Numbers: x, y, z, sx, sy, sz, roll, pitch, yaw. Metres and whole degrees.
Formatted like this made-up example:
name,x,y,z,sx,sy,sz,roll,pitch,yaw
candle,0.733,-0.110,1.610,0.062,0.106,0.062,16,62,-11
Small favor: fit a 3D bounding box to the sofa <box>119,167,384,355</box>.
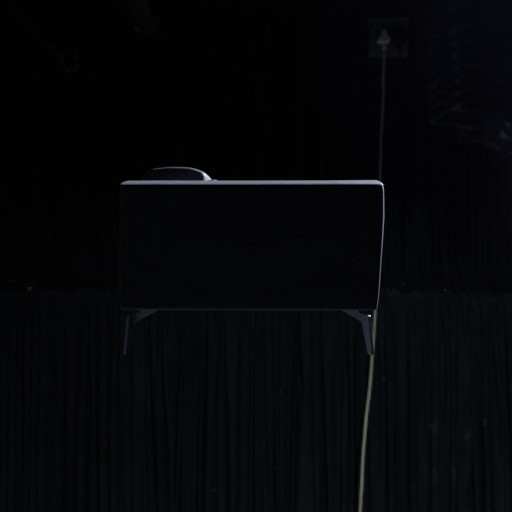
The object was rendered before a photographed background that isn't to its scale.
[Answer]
name,x,y,z,sx,sy,sz,roll,pitch,yaw
sofa,0.000,0.000,2.842,1.048,0.814,2.330,0,-1,1
